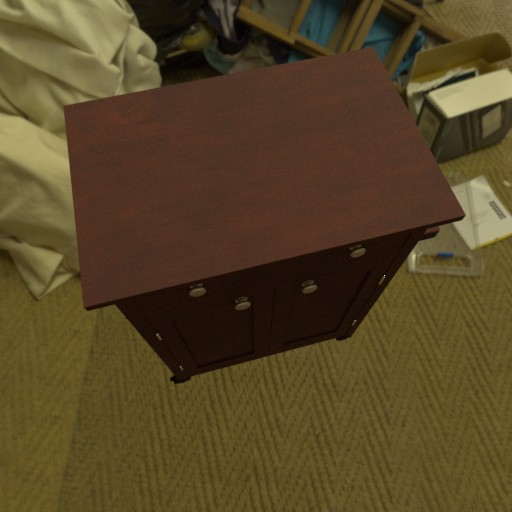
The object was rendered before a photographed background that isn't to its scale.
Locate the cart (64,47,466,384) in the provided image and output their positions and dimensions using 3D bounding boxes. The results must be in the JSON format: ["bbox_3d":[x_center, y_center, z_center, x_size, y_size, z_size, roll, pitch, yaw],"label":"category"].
[{"bbox_3d":[0.000,0.000,1.223,0.683,0.864,0.442,-13,65,-6],"label":"cart"}]
